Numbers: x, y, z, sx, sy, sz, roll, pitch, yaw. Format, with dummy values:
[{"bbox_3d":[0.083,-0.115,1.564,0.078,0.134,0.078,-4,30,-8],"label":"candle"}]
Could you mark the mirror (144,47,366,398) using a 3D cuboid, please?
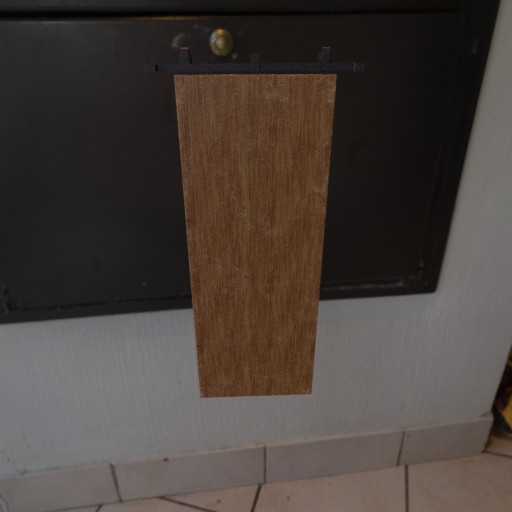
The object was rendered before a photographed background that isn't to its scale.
[{"bbox_3d":[0.000,0.000,2.103,0.847,1.793,0.042,-1,28,-2],"label":"mirror"}]
